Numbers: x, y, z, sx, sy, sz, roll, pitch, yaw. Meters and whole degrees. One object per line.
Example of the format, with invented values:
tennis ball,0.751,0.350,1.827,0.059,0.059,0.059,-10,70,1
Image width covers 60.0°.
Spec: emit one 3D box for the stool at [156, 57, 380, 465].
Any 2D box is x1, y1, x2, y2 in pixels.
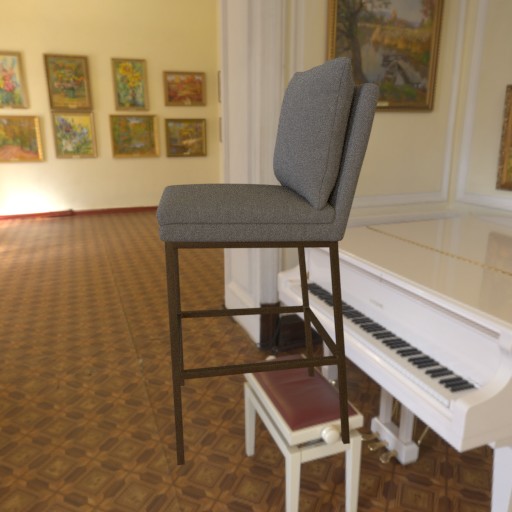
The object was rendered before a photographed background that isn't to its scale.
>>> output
stool,0.000,0.000,1.399,0.569,1.132,0.463,-2,16,-8
